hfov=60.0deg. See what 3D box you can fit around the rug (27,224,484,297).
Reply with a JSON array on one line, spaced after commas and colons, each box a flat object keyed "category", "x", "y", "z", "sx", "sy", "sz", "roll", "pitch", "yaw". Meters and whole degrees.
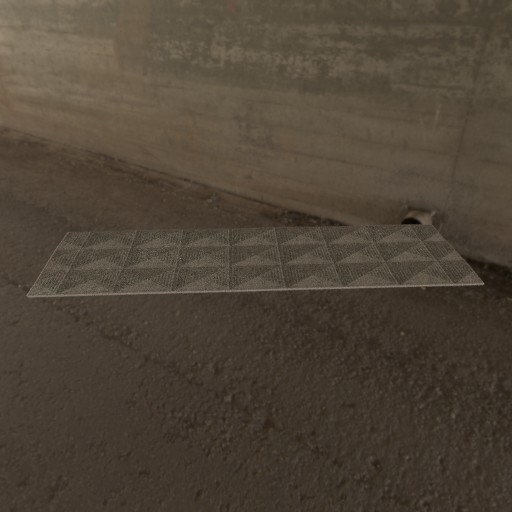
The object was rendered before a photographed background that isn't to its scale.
[{"category": "rug", "x": 0.000, "y": 0.000, "z": 2.372, "sx": 2.182, "sy": 0.015, "sz": 0.645, "roll": -1, "pitch": 31, "yaw": -2}]
